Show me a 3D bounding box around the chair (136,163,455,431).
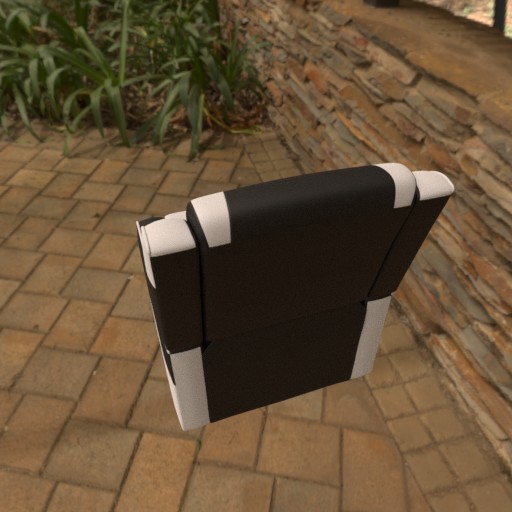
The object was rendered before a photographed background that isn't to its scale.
[{"bbox_3d":[0.000,0.000,1.266,0.620,0.805,0.672,-13,41,-15],"label":"chair"}]
